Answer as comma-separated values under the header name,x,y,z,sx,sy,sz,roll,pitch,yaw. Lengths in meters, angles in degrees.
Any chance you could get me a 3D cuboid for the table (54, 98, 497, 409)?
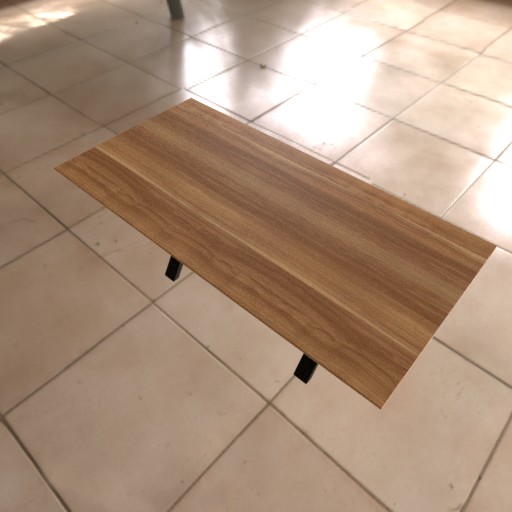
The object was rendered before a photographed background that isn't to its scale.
name,x,y,z,sx,sy,sz,roll,pitch,yaw
table,0.000,0.000,2.460,2.000,0.770,1.000,33,56,26
